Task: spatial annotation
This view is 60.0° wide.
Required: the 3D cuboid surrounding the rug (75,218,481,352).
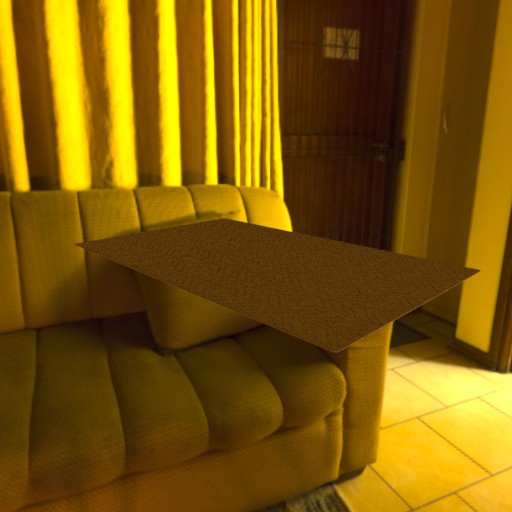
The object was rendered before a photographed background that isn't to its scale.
[{"bbox_3d":[0.000,0.000,3.067,1.523,0.008,2.438,-15,21,-42],"label":"rug"}]
